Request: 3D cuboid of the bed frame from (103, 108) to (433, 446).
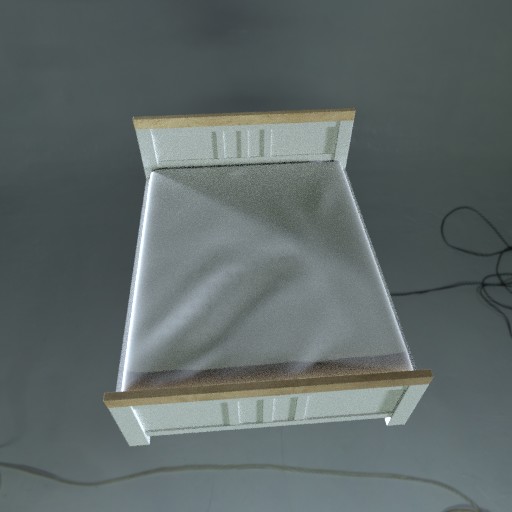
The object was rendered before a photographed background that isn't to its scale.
[{"bbox_3d":[0.000,0.000,3.008,1.670,0.980,2.050,-3,47,-3],"label":"bed frame"}]
